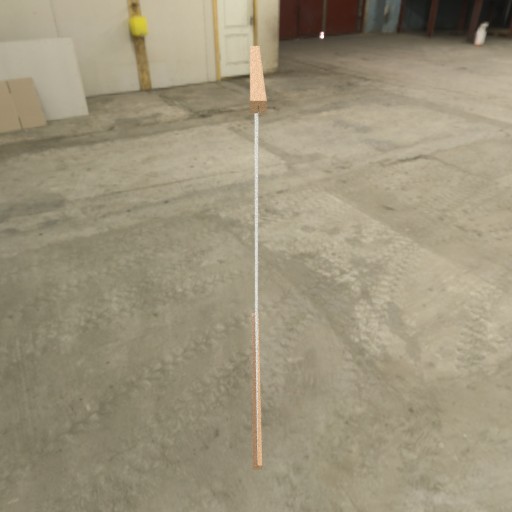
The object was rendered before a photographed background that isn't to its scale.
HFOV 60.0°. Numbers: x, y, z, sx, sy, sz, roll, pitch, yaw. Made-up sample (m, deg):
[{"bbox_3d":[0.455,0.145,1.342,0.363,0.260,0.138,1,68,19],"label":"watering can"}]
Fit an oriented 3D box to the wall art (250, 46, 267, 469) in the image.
[{"bbox_3d":[0.000,0.000,0.765,0.016,0.611,0.401,0,32,-1],"label":"wall art"}]
